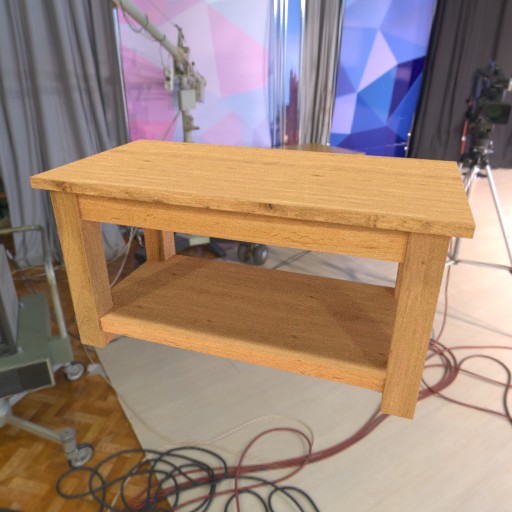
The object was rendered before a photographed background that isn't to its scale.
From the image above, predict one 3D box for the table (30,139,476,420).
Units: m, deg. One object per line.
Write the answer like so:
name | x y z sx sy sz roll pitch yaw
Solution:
table | 0.000 0.000 1.134 0.899 0.452 0.450 8 27 17
